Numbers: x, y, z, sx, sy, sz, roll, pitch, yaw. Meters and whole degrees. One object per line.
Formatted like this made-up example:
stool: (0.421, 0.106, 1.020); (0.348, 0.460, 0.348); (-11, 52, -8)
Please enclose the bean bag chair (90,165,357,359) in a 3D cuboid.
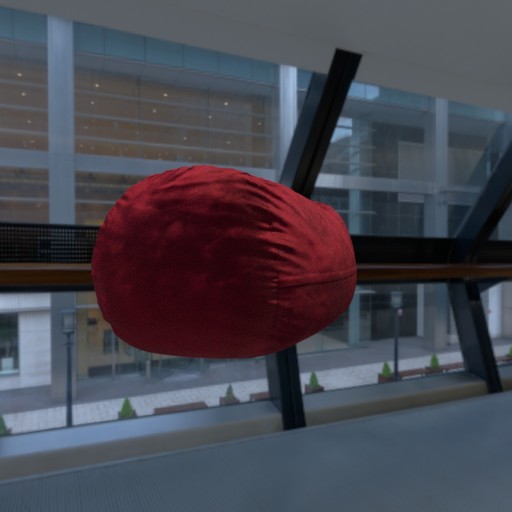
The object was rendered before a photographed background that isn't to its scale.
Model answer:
bean bag chair: (0.000, 0.000, 2.809); (1.216, 0.867, 2.293); (0, 1, 20)
